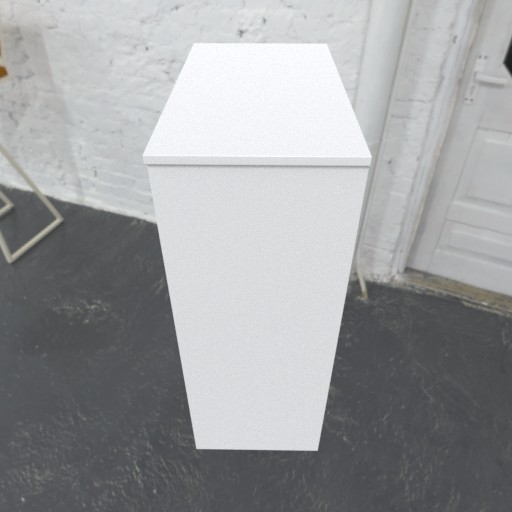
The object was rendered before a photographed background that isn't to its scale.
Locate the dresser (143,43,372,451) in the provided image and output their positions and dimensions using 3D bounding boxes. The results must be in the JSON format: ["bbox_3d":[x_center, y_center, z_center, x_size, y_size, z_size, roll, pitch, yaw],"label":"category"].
[{"bbox_3d":[0.000,0.000,1.342,0.401,1.021,0.704,1,40,1],"label":"dresser"}]
